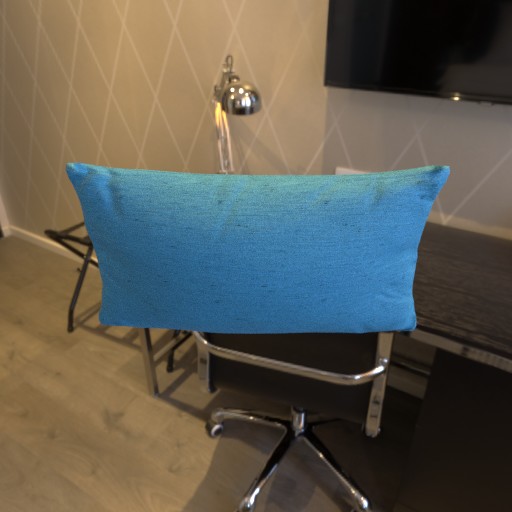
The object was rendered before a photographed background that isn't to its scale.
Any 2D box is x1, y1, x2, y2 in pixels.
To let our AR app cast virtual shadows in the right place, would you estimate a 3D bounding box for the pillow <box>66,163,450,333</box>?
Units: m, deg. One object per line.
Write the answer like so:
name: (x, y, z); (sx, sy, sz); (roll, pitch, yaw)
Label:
pillow: (0.000, 0.000, 0.800); (0.633, 0.338, 0.210); (1, 30, 1)
